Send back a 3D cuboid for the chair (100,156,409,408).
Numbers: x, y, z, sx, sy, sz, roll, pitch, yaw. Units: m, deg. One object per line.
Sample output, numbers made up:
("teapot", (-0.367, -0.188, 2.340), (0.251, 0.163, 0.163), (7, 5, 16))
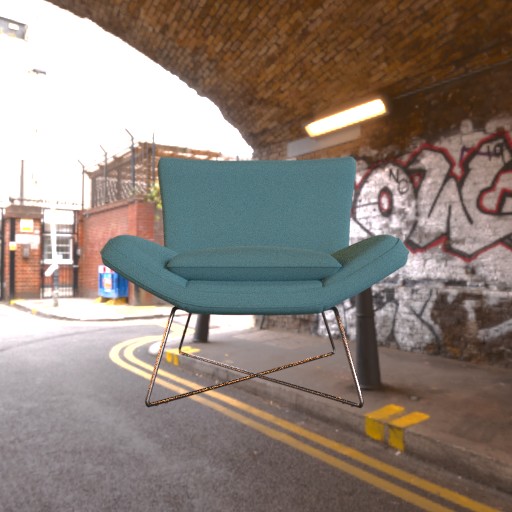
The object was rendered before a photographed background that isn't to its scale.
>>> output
("chair", (0.000, 0.000, 1.679), (0.859, 0.855, 1.008), (0, -1, 1))
